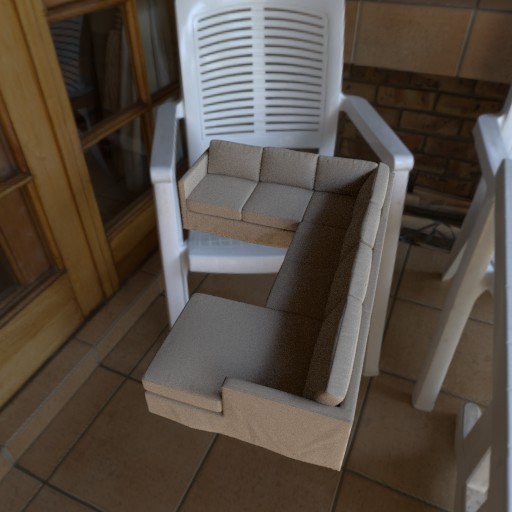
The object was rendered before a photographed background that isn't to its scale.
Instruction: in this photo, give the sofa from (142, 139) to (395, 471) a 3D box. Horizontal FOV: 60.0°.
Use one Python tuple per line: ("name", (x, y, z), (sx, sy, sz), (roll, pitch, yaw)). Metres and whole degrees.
("sofa", (0.000, 0.000, 4.546), (2.427, 0.882, 3.460), (12, 41, 14))
